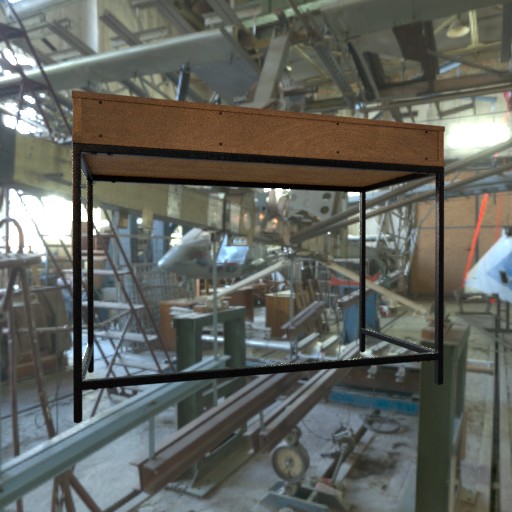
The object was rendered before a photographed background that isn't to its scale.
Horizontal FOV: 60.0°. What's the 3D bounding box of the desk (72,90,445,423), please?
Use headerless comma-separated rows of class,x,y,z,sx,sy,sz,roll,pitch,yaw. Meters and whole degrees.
desk,0.000,0.000,1.382,1.016,0.762,0.470,0,1,-17
